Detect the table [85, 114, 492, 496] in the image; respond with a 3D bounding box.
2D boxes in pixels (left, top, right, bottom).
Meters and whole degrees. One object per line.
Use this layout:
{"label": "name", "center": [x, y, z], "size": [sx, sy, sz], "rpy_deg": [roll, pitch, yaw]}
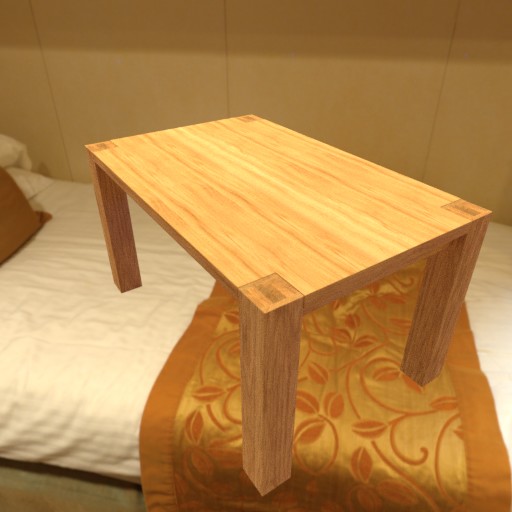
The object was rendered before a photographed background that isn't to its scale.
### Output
{"label": "table", "center": [0.000, 0.000, 1.908], "size": [0.900, 0.760, 1.400], "rpy_deg": [-20, 38, -28]}
